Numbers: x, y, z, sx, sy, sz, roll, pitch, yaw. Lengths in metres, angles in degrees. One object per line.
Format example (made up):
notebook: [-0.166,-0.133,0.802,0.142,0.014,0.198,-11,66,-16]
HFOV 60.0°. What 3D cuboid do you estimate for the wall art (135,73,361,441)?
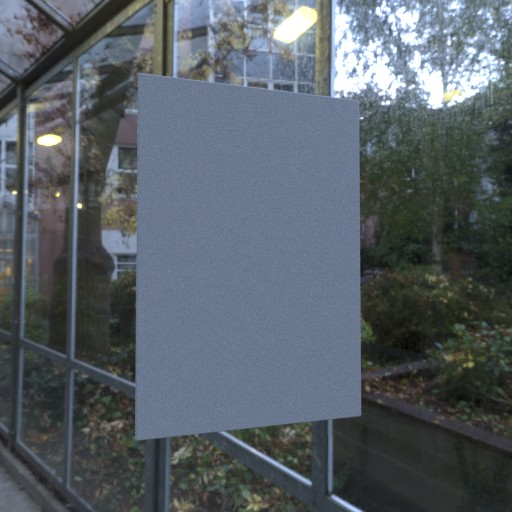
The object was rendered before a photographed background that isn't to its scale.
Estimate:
wall art: [0.000,0.000,0.632,0.329,0.482,0.011,0,-2,-17]
